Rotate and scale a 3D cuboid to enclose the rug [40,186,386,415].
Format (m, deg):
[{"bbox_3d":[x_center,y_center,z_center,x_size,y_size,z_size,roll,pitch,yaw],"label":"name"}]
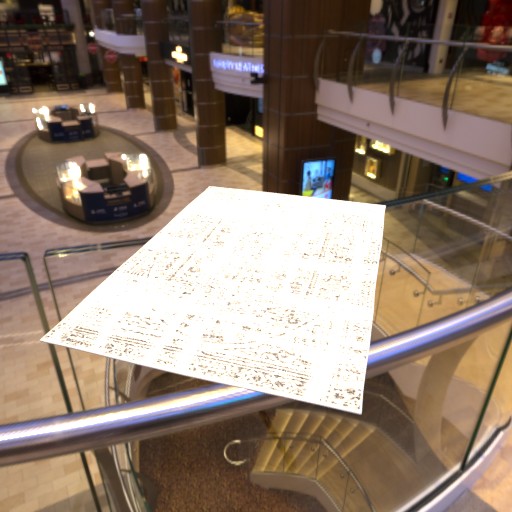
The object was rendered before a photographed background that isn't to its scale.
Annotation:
[{"bbox_3d":[0.000,0.000,3.168,1.706,0.026,2.438,8,31,15],"label":"rug"}]
